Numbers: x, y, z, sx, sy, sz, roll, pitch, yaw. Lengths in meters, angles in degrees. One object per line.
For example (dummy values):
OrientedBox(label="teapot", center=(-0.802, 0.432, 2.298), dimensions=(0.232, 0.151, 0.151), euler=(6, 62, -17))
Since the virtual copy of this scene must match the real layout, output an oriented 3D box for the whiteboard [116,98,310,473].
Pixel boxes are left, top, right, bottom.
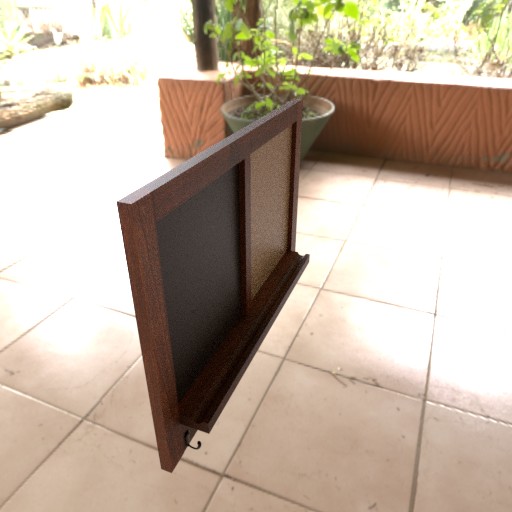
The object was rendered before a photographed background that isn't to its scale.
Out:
OrientedBox(label="whiteboard", center=(0.000, 0.000, 1.008), dimensions=(0.083, 0.553, 0.768), euler=(11, 32, 19))
